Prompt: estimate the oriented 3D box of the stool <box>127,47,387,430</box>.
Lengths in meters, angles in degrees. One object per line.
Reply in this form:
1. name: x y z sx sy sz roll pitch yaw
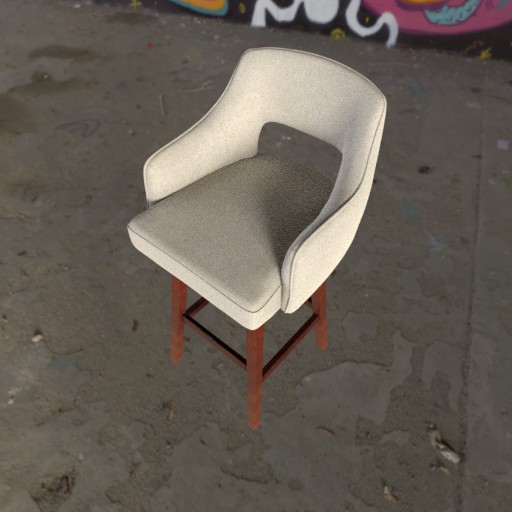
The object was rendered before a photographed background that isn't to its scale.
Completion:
1. stool: 0.000 0.000 1.362 0.550 1.041 0.560 32 55 26
